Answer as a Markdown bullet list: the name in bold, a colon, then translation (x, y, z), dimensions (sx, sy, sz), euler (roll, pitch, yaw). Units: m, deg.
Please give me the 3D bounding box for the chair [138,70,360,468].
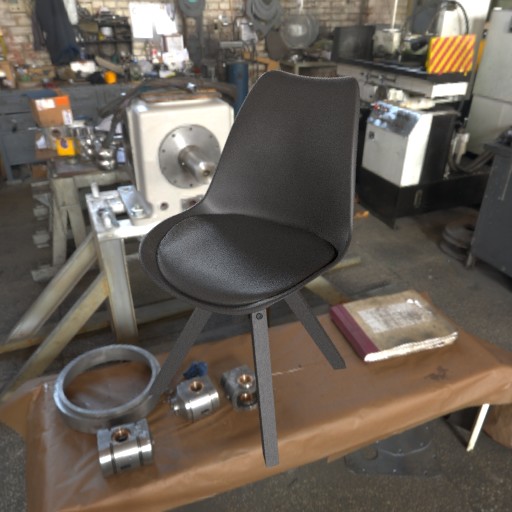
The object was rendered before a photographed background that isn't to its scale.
- **chair**: translation (0.000, 0.000, 1.176), dimensions (0.485, 0.850, 0.550), euler (19, 35, 29)
